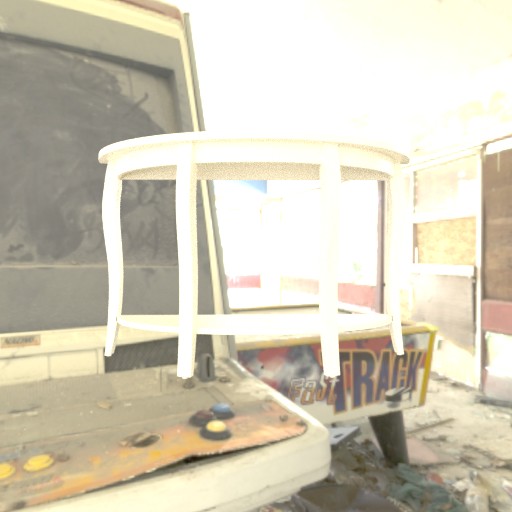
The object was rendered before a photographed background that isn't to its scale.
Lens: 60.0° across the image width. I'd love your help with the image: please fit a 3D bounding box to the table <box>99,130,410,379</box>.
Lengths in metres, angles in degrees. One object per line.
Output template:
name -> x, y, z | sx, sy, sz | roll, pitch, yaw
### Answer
table -> 0.000, 0.000, 1.571 | 1.219, 0.780, 0.394 | 0, 0, -1
